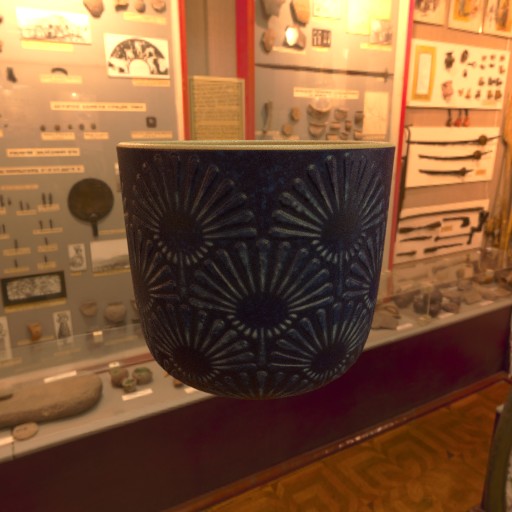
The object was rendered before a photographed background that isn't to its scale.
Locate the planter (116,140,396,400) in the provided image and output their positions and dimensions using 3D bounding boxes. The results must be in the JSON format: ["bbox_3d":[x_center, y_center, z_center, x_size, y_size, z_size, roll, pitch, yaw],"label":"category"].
[{"bbox_3d":[0.000,0.000,0.219,0.124,0.109,0.124,0,15,0],"label":"planter"}]
